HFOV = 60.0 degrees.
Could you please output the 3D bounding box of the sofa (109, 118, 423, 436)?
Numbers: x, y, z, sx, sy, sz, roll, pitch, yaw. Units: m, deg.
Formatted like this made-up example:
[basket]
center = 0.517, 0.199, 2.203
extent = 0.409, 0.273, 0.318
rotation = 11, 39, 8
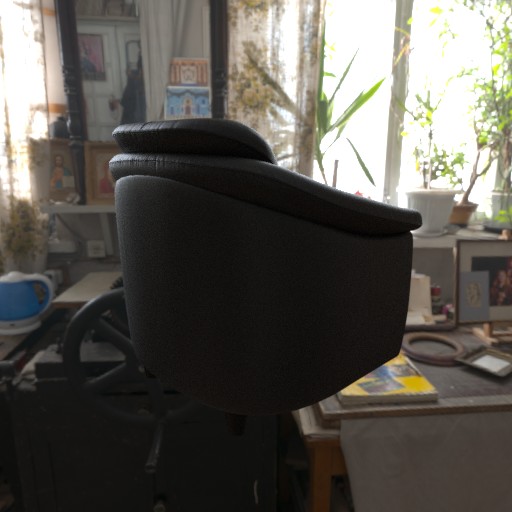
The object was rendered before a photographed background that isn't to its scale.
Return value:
[sofa]
center = 0.000, 0.000, 1.444
extent = 0.794, 0.811, 0.870
rotation = -13, 18, -43
